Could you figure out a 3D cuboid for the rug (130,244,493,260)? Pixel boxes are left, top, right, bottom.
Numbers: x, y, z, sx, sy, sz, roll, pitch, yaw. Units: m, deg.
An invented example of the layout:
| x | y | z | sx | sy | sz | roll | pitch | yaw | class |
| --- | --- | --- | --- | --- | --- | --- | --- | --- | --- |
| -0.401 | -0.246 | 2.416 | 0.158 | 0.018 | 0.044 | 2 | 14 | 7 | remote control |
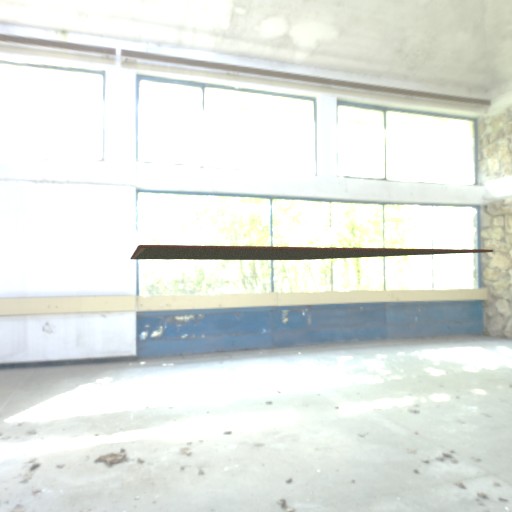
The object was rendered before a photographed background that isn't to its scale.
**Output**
| x | y | z | sx | sy | sz | roll | pitch | yaw | class |
| --- | --- | --- | --- | --- | --- | --- | --- | --- | --- |
| 0.000 | 0.000 | 2.271 | 1.219 | 0.010 | 1.829 | 0 | -2 | -16 | rug |
